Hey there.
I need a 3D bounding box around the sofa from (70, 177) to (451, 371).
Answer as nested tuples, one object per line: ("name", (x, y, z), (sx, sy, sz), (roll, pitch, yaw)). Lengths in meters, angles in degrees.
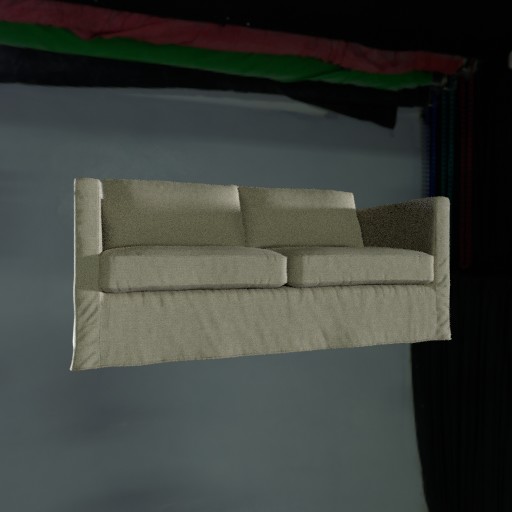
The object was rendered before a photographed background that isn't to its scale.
("sofa", (0.000, 0.000, 2.325), (1.766, 0.828, 0.956), (0, 0, -20))
